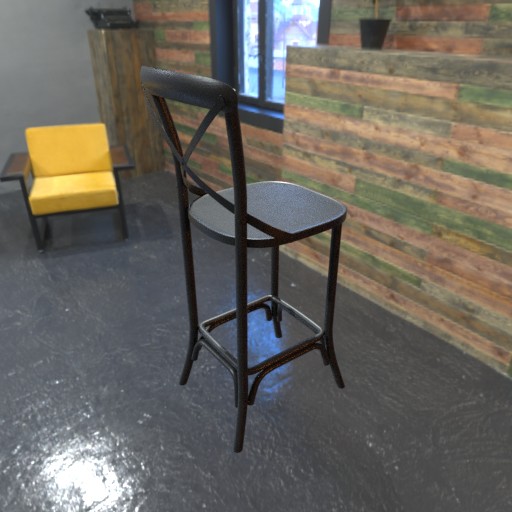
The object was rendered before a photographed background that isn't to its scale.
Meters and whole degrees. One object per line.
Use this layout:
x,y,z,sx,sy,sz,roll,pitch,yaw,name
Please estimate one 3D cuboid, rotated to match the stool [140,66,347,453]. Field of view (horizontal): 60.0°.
0.000,0.000,1.459,0.584,1.168,0.457,-19,33,-32,stool
